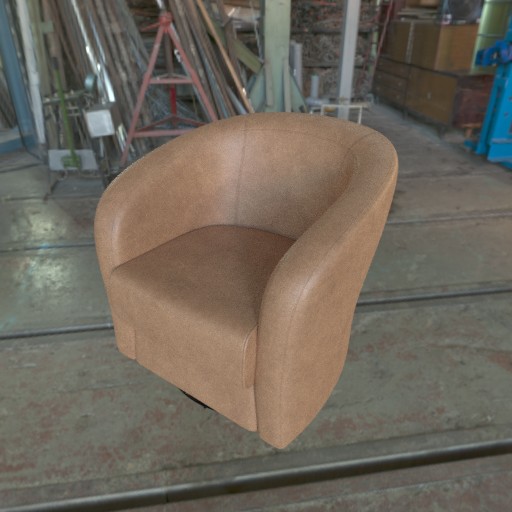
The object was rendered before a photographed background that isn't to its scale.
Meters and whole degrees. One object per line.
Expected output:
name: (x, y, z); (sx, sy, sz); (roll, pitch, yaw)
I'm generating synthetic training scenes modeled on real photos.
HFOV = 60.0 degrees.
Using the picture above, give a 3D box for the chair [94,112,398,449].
chair: (0.000, 0.000, 1.450); (0.791, 0.771, 0.815); (20, 35, 31)
